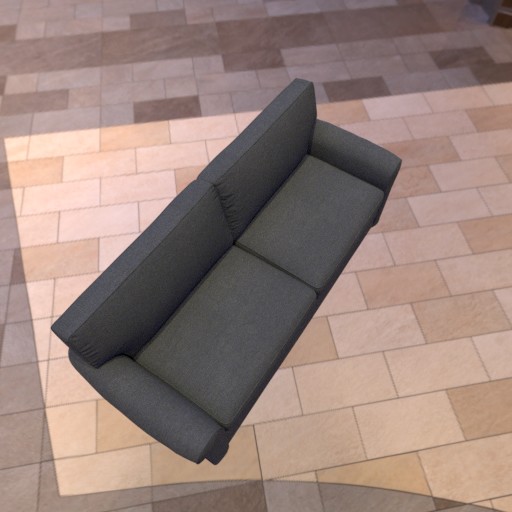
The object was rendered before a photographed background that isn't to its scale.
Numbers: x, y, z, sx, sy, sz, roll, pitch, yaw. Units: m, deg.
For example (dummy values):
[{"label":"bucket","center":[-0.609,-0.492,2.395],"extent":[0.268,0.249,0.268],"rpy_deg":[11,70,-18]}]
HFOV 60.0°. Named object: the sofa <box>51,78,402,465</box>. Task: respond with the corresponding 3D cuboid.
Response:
[{"label":"sofa","center":[0.000,0.000,2.820],"extent":[0.954,1.026,2.391],"rpy_deg":[30,63,17]}]
